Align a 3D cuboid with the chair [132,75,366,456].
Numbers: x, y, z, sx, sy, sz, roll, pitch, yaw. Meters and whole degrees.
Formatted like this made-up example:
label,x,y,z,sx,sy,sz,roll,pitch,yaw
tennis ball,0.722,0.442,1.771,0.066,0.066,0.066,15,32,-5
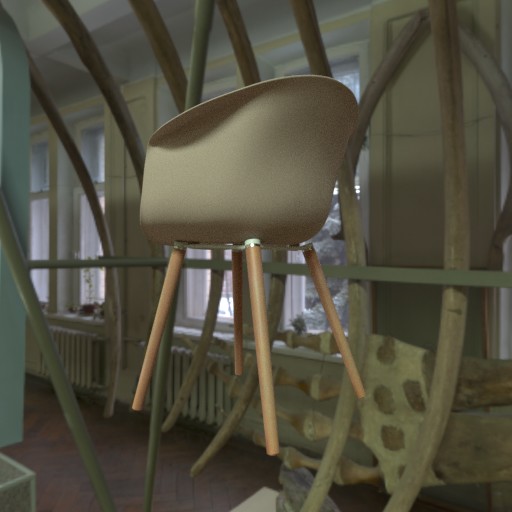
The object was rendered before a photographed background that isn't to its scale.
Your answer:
label,x,y,z,sx,sy,sz,roll,pitch,yaw
chair,0.000,0.000,1.158,0.504,0.781,0.593,0,0,36
